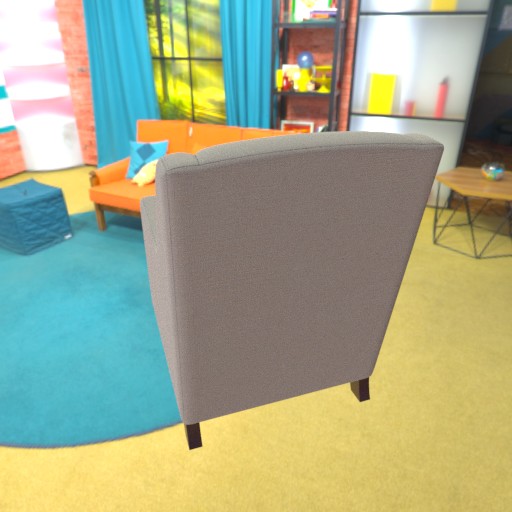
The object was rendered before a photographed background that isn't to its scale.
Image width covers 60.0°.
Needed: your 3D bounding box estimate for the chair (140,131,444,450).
[{"bbox_3d":[0.000,0.000,1.595,0.715,1.017,0.896,-9,29,-17],"label":"chair"}]
